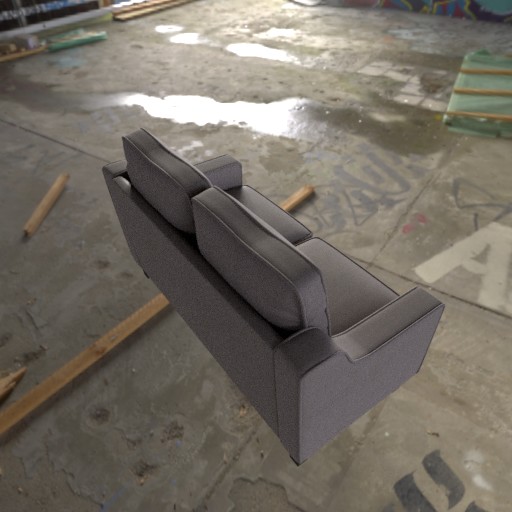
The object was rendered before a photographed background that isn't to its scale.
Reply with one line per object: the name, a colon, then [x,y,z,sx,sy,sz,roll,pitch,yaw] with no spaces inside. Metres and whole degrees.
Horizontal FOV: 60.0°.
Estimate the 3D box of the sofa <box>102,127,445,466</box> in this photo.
sofa: [0.000,0.000,2.052,0.791,0.948,1.500,-25,47,-27]
